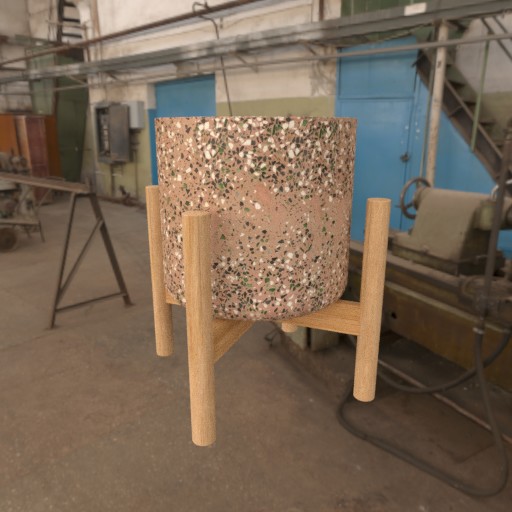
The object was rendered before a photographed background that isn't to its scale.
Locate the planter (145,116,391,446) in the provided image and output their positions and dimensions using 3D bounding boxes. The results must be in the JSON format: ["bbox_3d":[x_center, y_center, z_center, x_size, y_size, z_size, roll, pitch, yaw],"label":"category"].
[{"bbox_3d":[0.000,0.000,0.541,0.284,0.320,0.284,-16,22,-43],"label":"planter"}]
